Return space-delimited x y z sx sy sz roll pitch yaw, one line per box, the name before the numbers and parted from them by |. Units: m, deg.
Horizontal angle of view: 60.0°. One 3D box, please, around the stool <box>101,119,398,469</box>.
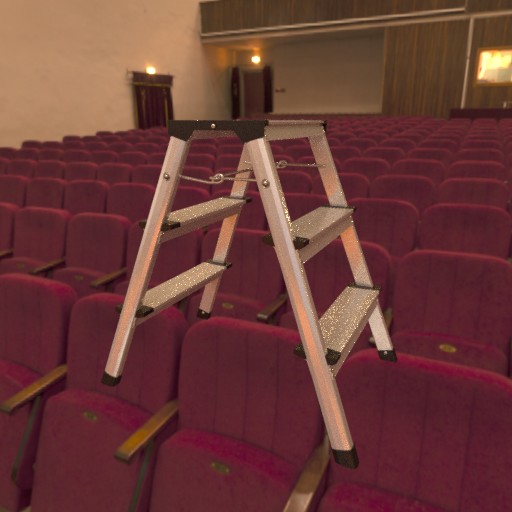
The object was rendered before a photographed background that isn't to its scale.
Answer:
stool | 0.000 0.000 1.029 0.622 0.605 0.437 8 19 25
